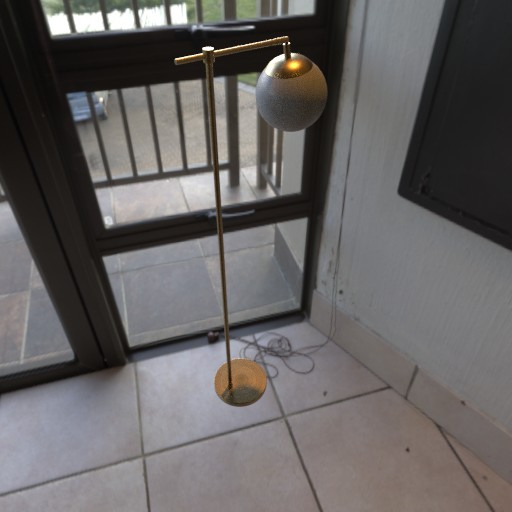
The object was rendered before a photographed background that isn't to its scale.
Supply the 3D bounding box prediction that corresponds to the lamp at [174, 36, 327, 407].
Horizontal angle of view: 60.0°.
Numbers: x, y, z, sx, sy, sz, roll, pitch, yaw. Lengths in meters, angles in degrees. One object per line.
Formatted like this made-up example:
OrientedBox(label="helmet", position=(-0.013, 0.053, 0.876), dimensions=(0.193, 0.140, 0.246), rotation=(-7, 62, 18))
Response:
OrientedBox(label="lamp", position=(0.000, 0.000, 1.658), dimensions=(0.476, 1.505, 0.249), rotation=(-24, 46, -26))
